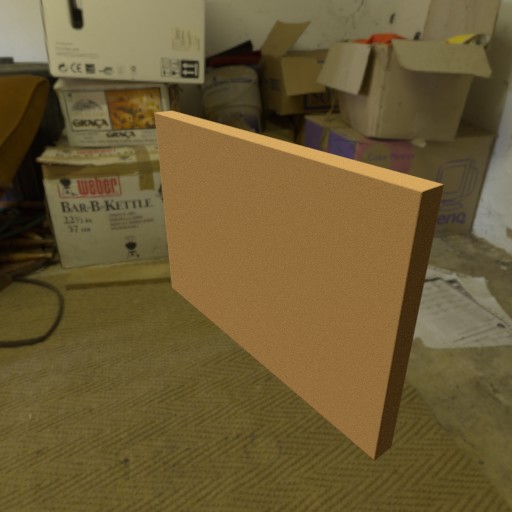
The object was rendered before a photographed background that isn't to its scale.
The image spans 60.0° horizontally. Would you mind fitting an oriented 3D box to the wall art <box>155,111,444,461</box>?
[{"bbox_3d":[0.000,0.000,0.773,0.039,0.407,0.609,-20,33,-33],"label":"wall art"}]
